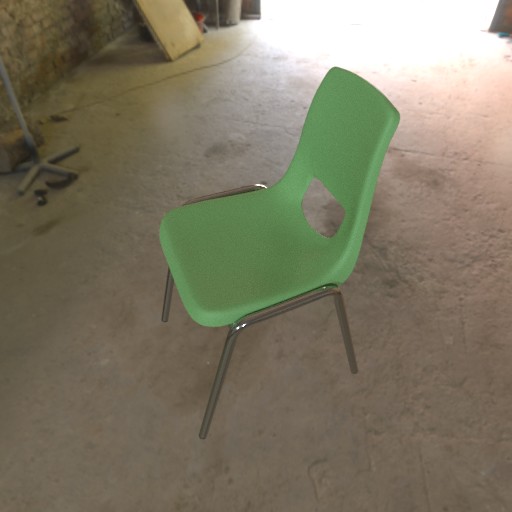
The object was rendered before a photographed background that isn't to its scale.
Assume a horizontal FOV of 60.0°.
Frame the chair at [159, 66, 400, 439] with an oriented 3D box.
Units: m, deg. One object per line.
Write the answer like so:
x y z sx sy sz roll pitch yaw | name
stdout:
0.000 0.000 0.963 0.436 0.704 0.381 -16 47 -16 | chair
